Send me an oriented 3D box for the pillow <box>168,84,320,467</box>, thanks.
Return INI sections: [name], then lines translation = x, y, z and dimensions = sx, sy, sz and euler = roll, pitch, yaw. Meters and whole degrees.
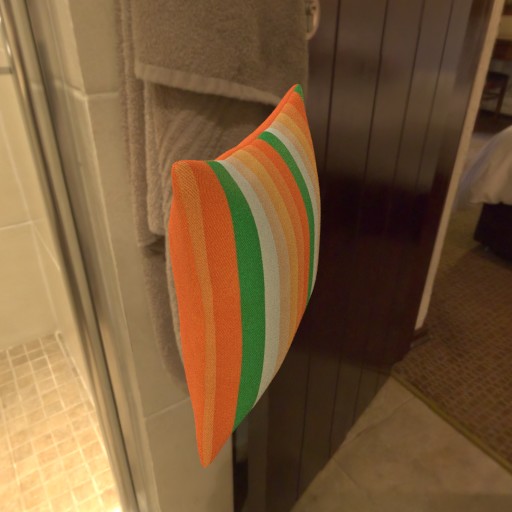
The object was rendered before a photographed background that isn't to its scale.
[pillow]
translation = 0.000, 0.000, 0.698
dimensions = 0.169, 0.444, 0.453
euler = 10, 32, 16
